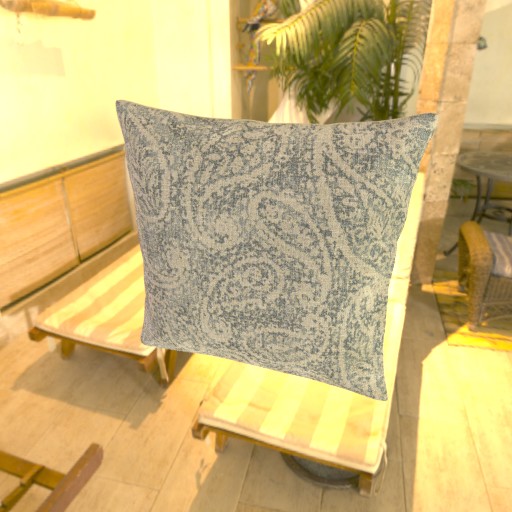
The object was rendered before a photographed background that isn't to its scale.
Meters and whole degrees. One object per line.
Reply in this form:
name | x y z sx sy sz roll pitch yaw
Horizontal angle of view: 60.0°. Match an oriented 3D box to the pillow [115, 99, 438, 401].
pillow | 0.000 0.000 0.787 0.523 0.510 0.166 8 27 17
